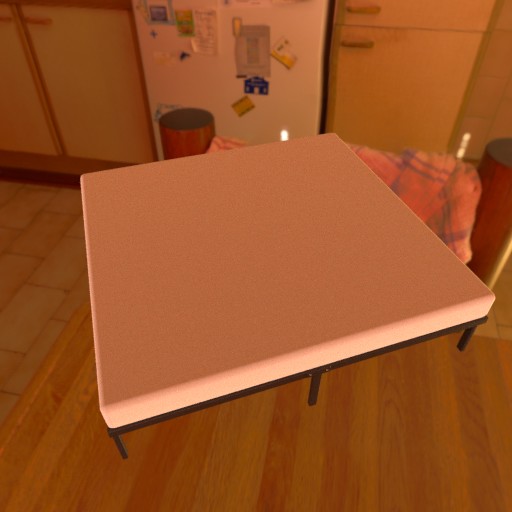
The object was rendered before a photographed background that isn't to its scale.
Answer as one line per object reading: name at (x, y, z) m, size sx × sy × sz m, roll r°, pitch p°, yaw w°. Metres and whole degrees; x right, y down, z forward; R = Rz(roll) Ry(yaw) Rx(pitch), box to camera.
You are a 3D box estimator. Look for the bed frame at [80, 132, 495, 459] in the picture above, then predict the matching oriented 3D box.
bed frame at (0.000, 0.000, 3.776) m, size 2.635 × 0.680 × 2.526 m, roll -13°, pitch 44°, yaw -14°
